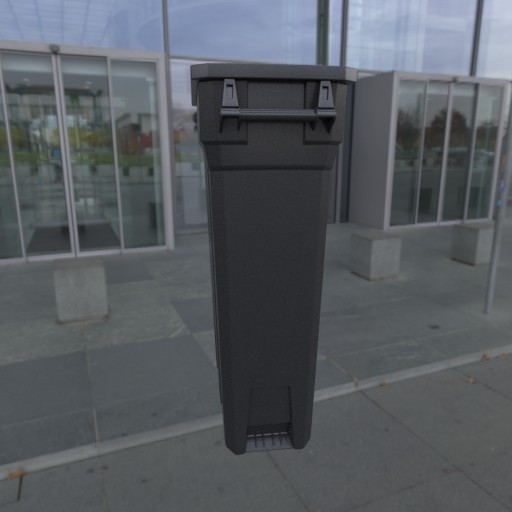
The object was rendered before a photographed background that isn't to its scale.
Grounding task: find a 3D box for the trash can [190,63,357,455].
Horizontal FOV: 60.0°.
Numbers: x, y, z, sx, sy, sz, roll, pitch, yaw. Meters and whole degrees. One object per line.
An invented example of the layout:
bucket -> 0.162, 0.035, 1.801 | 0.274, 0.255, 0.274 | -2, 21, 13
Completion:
trash can -> 0.000, 0.000, 1.058 | 0.281, 0.762, 0.559 | -2, 14, -8
